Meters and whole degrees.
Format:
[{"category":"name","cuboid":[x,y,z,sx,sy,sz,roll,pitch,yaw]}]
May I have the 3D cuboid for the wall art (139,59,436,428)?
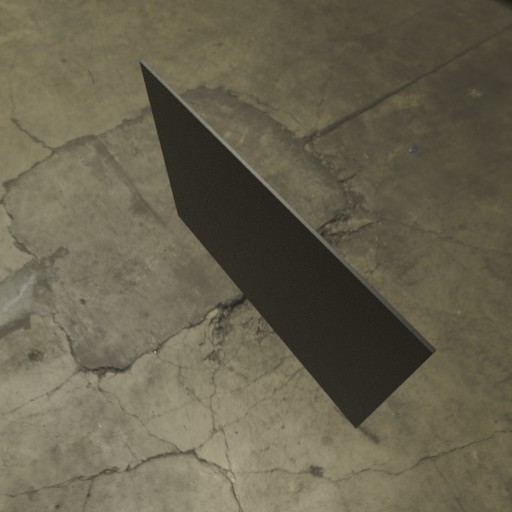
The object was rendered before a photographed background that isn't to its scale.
[{"category":"wall art","cuboid":[0.000,0.000,1.488,0.013,0.811,1.192,-33,64,-18]}]
